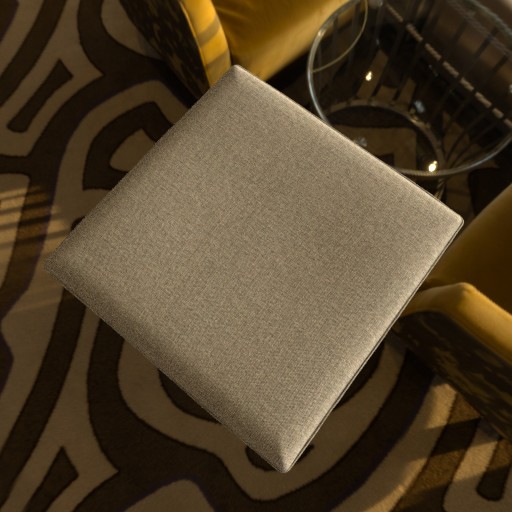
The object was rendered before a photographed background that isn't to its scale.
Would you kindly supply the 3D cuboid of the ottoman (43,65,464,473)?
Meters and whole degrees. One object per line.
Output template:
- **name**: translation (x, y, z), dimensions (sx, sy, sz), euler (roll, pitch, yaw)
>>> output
- **ottoman**: translation (0.000, 0.000, 1.616), dimensions (1.023, 0.423, 1.017), euler (38, 77, 10)
